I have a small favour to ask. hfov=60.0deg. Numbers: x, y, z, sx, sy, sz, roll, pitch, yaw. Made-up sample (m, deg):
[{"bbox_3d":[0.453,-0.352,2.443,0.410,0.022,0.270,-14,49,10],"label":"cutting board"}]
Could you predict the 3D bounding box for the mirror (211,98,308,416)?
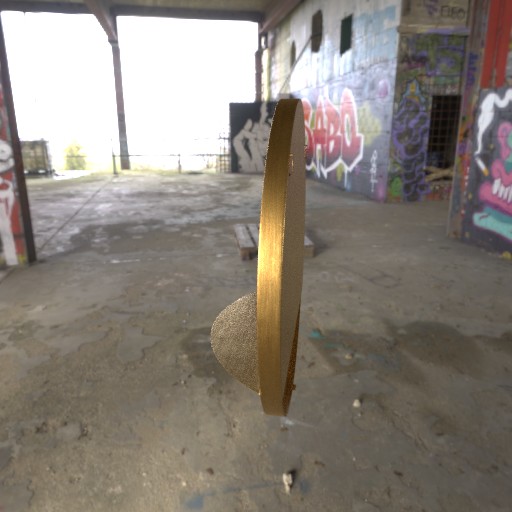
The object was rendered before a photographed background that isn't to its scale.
[{"bbox_3d":[0.000,0.000,0.685,0.133,0.457,0.457,3,16,9],"label":"mirror"}]
